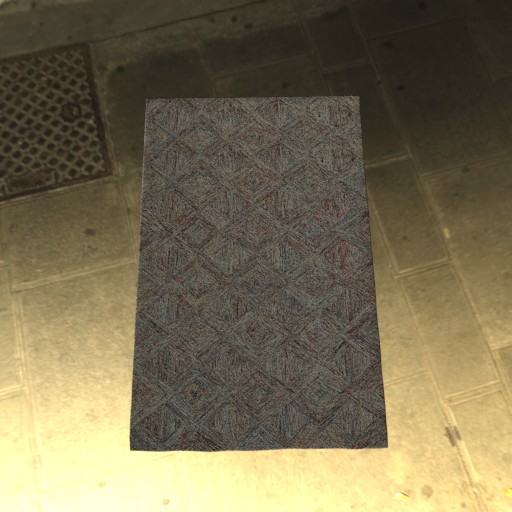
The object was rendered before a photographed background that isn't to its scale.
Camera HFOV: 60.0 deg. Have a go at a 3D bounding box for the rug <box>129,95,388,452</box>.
[{"bbox_3d":[0.000,0.000,2.154,1.143,0.014,1.761,-1,76,0],"label":"rug"}]
